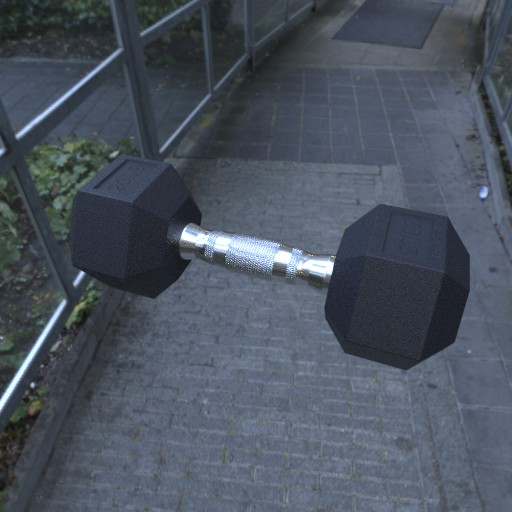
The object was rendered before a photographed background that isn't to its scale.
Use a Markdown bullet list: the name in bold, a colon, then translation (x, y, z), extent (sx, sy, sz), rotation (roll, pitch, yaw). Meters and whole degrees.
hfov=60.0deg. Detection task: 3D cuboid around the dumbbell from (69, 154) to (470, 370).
- **dumbbell**: translation (0.000, 0.000, 0.318), extent (0.272, 0.092, 0.106), rotation (13, 43, 15)
